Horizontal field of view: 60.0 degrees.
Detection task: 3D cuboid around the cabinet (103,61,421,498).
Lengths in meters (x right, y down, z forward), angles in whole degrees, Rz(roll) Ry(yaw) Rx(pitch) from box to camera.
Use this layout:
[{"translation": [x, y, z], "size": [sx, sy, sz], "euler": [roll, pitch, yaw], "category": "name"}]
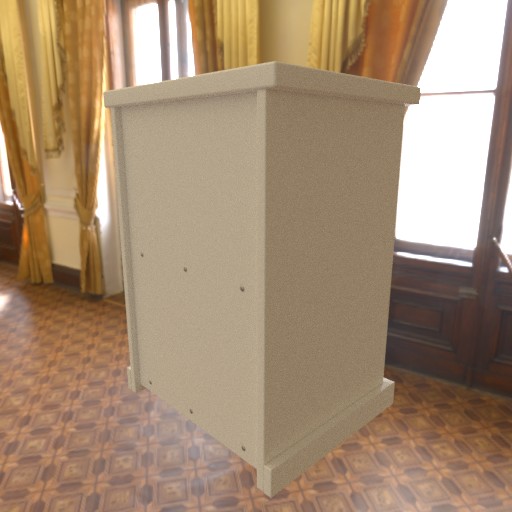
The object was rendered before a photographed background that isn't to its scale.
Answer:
[{"translation": [0.000, 0.000, 1.021], "size": [0.431, 0.723, 0.520], "euler": [-13, 20, -42], "category": "cabinet"}]
